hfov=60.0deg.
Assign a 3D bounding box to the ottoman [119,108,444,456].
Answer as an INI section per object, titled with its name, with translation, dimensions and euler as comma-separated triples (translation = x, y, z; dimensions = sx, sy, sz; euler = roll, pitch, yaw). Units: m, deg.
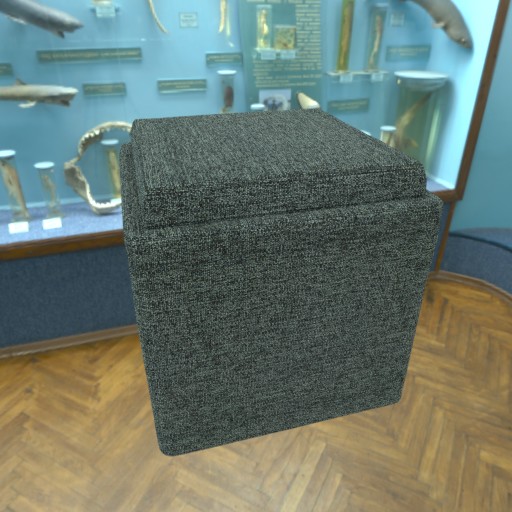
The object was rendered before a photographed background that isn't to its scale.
[ottoman]
translation = 0.000, 0.000, 0.838
dimensions = 0.450, 0.463, 0.450
euler = -8, 31, -14
